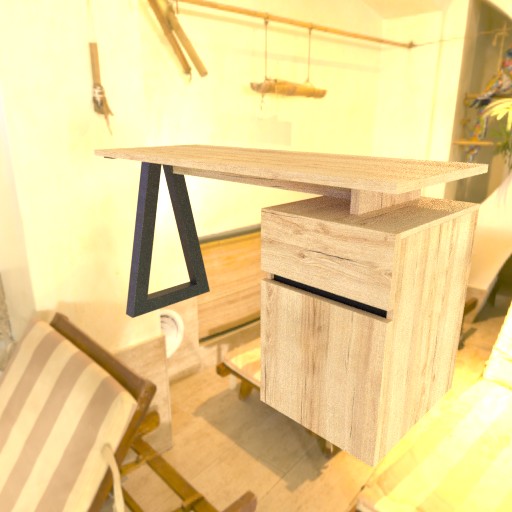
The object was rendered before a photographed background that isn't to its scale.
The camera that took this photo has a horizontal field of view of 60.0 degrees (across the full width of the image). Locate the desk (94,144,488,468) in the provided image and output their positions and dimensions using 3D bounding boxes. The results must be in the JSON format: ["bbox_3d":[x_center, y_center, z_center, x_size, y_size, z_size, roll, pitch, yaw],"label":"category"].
[{"bbox_3d":[0.000,0.000,1.715,1.400,0.760,0.550,17,24,42],"label":"desk"}]
